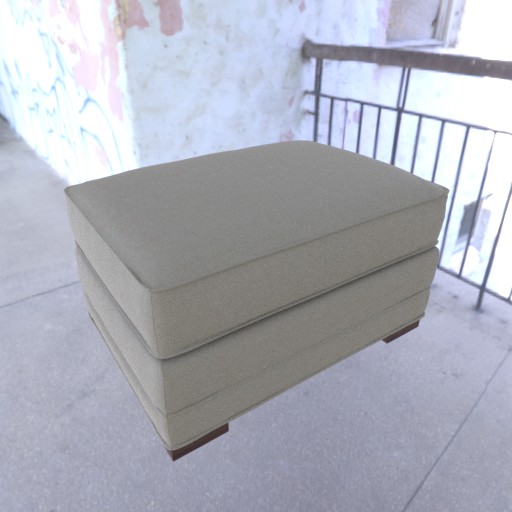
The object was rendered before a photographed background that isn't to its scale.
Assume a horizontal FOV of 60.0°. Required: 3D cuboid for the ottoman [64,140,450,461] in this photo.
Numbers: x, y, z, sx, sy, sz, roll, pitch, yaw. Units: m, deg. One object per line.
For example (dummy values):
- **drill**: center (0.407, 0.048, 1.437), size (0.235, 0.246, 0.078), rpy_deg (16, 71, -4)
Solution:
- **ottoman**: center (0.000, 0.000, 1.224), size (0.848, 0.482, 0.611), rpy_deg (-19, 35, -29)
